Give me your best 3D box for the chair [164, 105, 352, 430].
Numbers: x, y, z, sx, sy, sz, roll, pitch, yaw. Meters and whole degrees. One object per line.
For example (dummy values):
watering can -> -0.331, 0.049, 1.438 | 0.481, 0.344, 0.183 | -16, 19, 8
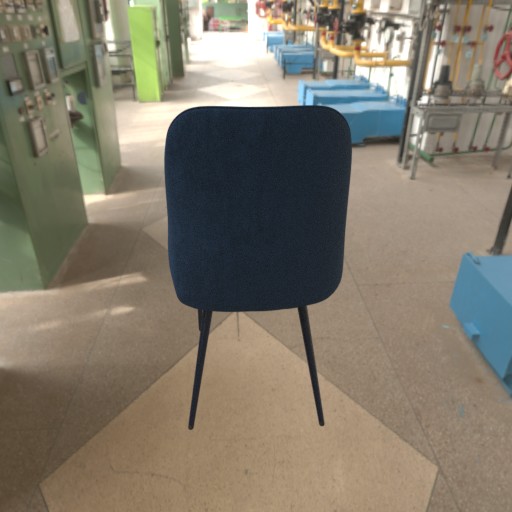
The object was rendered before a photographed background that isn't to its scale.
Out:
chair -> 0.000, 0.000, 1.214 | 0.478, 0.896, 0.559 | -1, 30, -2
